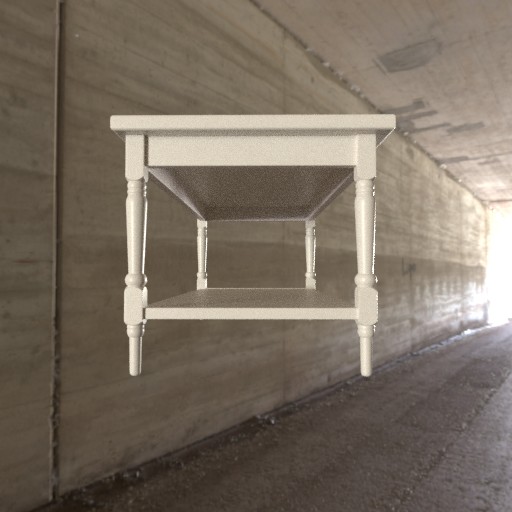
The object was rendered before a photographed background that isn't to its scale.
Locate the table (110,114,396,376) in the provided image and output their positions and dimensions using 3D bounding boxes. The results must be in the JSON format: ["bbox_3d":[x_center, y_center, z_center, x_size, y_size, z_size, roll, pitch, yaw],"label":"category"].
[{"bbox_3d":[0.000,0.000,1.396,0.550,0.510,1.107,0,-2,1],"label":"table"}]
